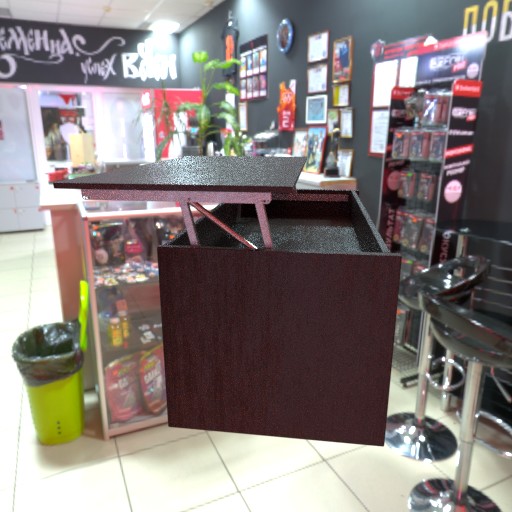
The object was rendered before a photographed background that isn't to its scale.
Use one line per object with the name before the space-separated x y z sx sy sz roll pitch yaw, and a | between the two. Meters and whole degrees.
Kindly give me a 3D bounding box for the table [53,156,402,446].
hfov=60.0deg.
table | 0.000 0.000 1.425 0.712 0.570 1.000 2 16 8
